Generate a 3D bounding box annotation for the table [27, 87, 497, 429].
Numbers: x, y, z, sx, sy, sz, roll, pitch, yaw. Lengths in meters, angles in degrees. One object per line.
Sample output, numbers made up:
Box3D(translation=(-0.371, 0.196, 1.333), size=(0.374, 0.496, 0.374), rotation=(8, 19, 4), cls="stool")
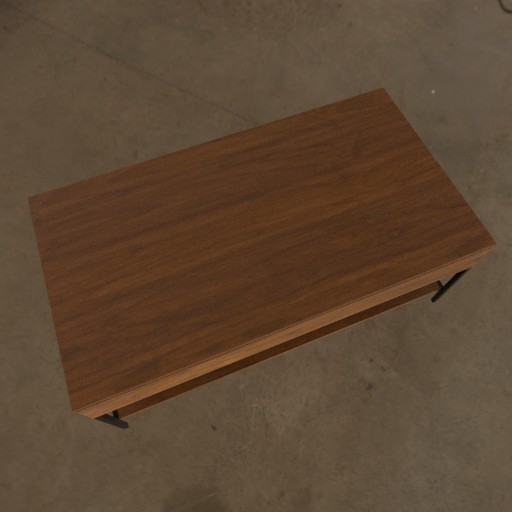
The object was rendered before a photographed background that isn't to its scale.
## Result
Box3D(translation=(0.000, 0.000, 1.313), size=(1.057, 0.414, 0.574), rotation=(-20, 65, -10), cls="table")
